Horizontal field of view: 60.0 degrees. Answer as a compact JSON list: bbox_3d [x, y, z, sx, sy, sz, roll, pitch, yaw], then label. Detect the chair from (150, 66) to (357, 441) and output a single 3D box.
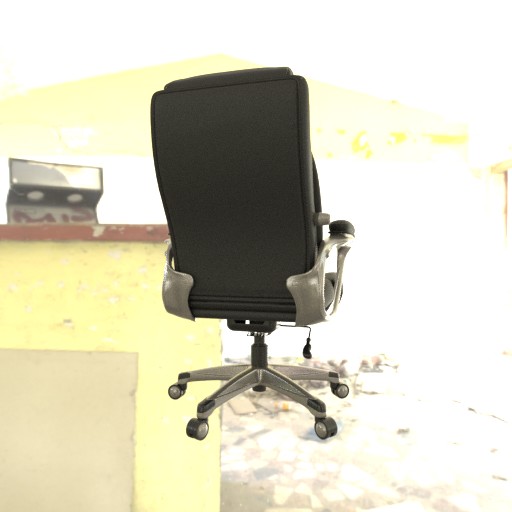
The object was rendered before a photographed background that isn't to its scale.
[{"bbox_3d":[0.000,0.000,1.703,0.741,1.167,0.784,0,1,17],"label":"chair"}]
